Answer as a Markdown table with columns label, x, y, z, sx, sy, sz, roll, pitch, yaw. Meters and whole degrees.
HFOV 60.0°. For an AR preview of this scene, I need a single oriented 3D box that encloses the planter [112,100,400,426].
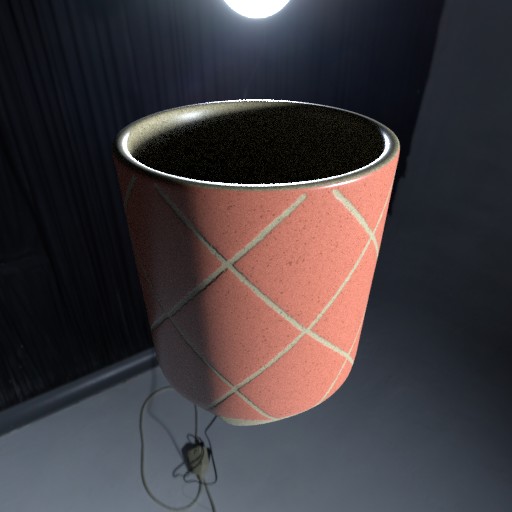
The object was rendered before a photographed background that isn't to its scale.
| label | x | y | z | sx | sy | sz | roll | pitch | yaw |
| --- | --- | --- | --- | --- | --- | --- | --- | --- | --- |
| planter | 0.000 | 0.000 | 0.356 | 0.191 | 0.200 | 0.191 | 0 | 32 | 0 |
